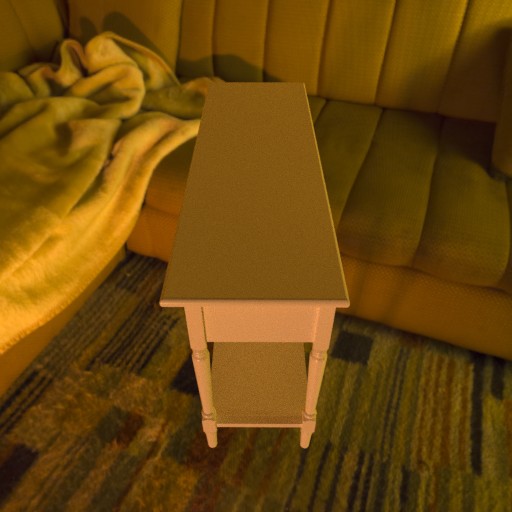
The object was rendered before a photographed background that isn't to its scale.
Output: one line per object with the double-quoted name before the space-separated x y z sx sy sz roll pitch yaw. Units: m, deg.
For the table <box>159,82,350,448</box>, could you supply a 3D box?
"table" 0.000 0.000 1.604 0.386 0.814 1.191 0 42 0
